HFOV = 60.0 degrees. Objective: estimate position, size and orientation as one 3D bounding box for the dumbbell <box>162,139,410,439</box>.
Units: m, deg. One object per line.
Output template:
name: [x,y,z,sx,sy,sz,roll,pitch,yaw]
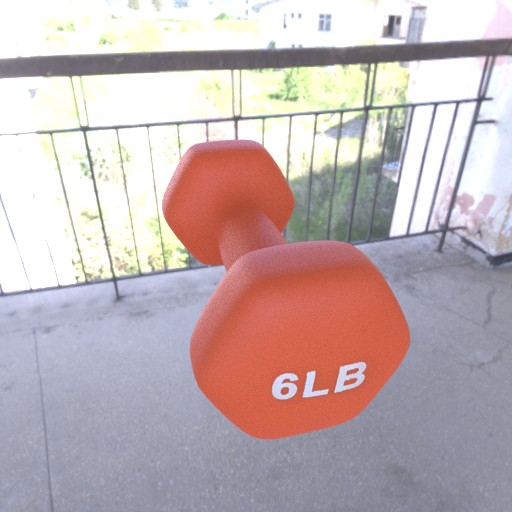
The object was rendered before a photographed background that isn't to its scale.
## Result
dumbbell: [0.000,0.000,0.208,0.079,0.071,0.162,-7,31,-12]
